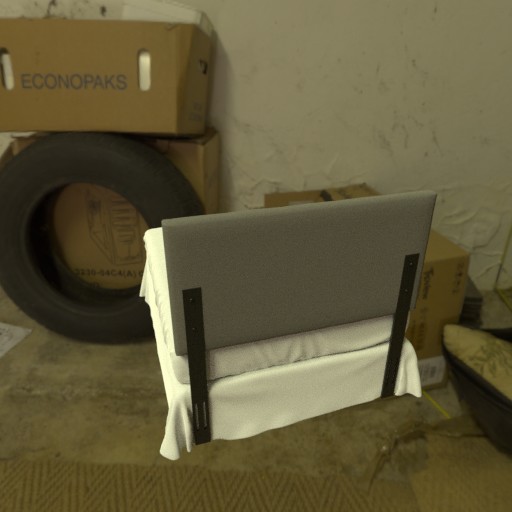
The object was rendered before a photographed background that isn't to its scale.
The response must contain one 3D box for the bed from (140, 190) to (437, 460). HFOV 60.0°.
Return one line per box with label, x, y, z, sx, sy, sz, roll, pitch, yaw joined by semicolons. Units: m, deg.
bed;0.000;0.000;3.629;1.936;1.577;2.222;-8;28;-16
